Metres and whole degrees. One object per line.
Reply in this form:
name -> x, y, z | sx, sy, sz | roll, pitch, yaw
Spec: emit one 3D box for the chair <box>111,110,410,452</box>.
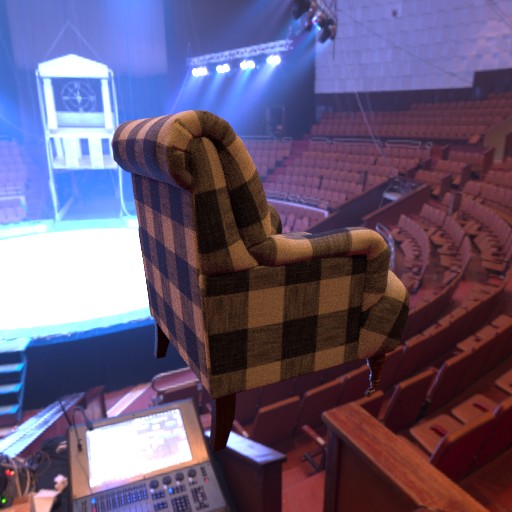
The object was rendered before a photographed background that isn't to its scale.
chair -> 0.000, 0.000, 1.605 | 0.848, 0.953, 0.781 | -7, 17, -26
